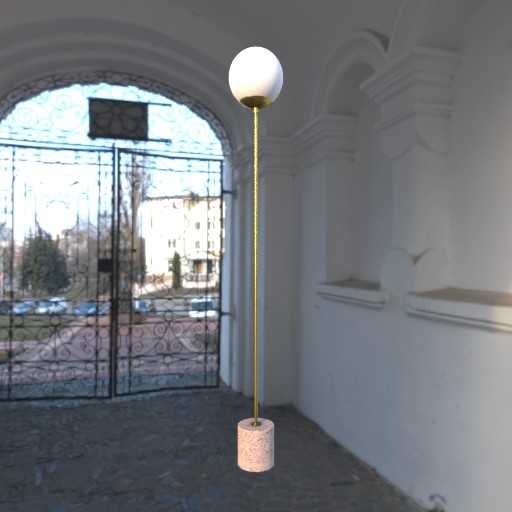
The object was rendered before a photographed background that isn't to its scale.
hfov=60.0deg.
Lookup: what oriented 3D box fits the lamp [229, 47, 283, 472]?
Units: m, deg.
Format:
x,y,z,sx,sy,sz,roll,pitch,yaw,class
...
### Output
x,y,z,sx,sy,sz,roll,pitch,yaw,class
0.000,0.000,1.872,0.229,1.748,0.229,0,0,0,lamp
